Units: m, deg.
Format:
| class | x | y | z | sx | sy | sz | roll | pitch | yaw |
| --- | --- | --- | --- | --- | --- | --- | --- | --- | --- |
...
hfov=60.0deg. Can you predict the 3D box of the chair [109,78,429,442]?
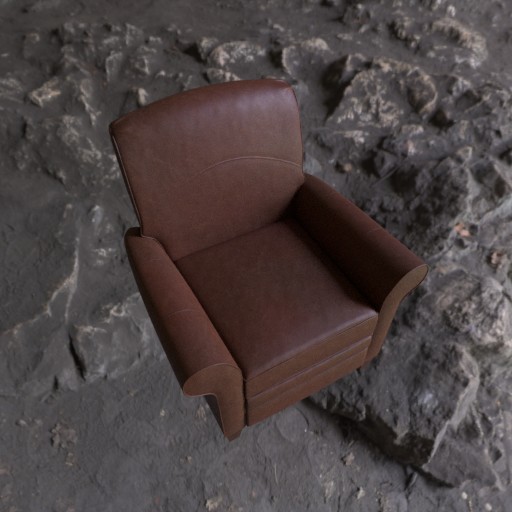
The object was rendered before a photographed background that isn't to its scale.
| class | x | y | z | sx | sy | sz | roll | pitch | yaw |
| --- | --- | --- | --- | --- | --- | --- | --- | --- | --- |
| chair | 0.000 | 0.000 | 1.777 | 0.978 | 1.061 | 0.902 | -22 | 49 | -20 |
